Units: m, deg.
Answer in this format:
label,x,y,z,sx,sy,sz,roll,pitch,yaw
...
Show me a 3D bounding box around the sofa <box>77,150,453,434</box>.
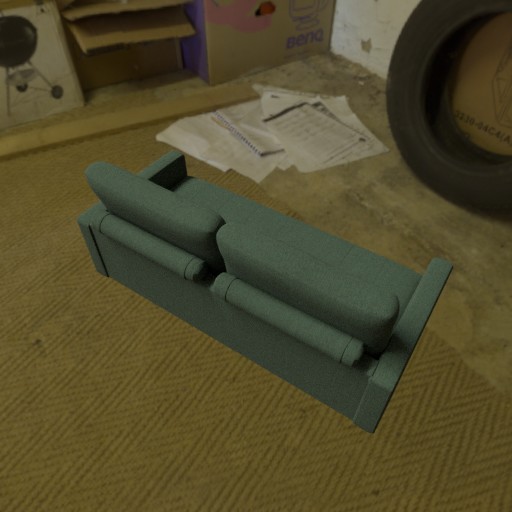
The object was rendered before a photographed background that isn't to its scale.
label,x,y,z,sx,sy,sz,roll,pitch,yaw
sofa,0.000,0.000,2.630,2.010,1.050,0.966,26,52,22
